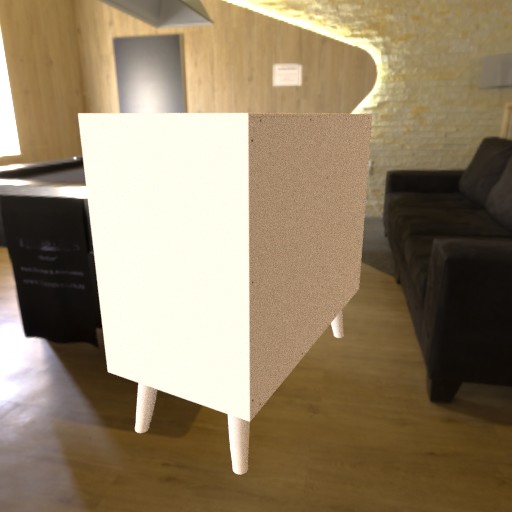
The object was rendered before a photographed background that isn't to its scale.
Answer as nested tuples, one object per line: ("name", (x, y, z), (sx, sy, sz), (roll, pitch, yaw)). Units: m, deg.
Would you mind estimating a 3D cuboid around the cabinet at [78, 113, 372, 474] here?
("cabinet", (0.000, 0.000, 1.245), (0.398, 0.761, 0.800), (9, 20, 26))
